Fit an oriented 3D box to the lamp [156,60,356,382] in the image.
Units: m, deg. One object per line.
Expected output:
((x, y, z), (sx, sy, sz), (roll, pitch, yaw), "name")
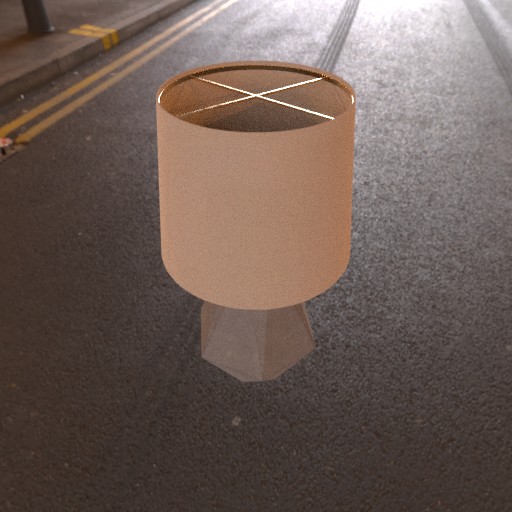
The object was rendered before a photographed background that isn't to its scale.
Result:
((0.000, 0.000, 0.675), (0.276, 0.501, 0.276), (0, 40, 0), "lamp")
